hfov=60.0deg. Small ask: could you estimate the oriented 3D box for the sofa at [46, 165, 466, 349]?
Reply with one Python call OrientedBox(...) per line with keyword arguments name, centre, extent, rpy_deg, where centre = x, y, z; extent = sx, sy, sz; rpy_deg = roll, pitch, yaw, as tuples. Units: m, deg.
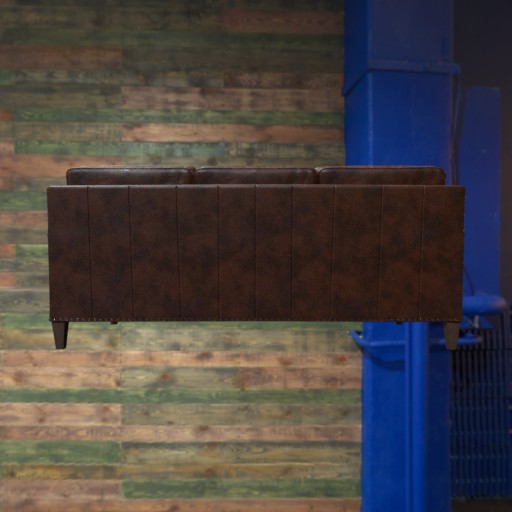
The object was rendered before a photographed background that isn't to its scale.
OrientedBox(name="sofa", centre=(0.000, 0.000, 2.799), extent=(2.240, 1.003, 1.084), rpy_deg=(0, 0, 0))
